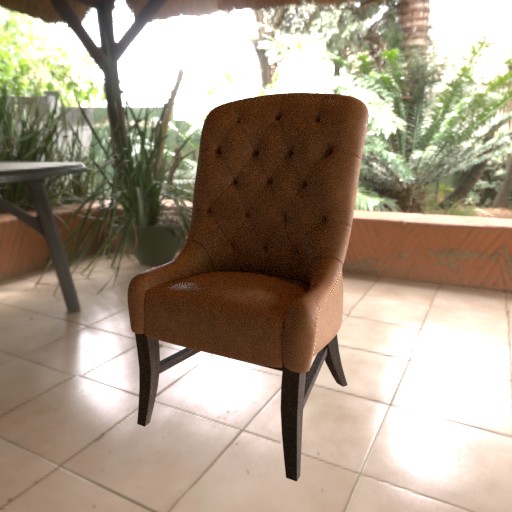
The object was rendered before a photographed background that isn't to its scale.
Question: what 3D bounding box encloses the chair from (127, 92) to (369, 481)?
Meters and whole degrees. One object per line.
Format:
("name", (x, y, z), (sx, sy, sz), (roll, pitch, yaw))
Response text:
("chair", (0.000, 0.000, 1.495), (0.634, 1.091, 0.629), (7, 16, 26))
